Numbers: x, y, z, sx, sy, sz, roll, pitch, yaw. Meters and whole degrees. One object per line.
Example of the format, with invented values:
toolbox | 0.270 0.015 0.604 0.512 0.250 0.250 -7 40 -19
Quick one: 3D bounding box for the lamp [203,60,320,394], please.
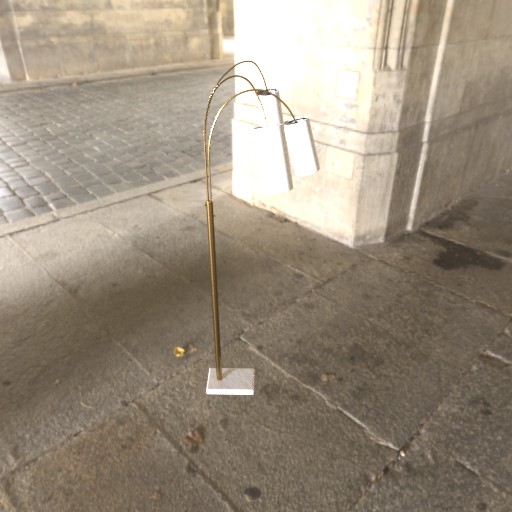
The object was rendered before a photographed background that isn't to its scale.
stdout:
lamp | 0.000 0.000 2.598 0.667 2.055 1.020 1 30 1
